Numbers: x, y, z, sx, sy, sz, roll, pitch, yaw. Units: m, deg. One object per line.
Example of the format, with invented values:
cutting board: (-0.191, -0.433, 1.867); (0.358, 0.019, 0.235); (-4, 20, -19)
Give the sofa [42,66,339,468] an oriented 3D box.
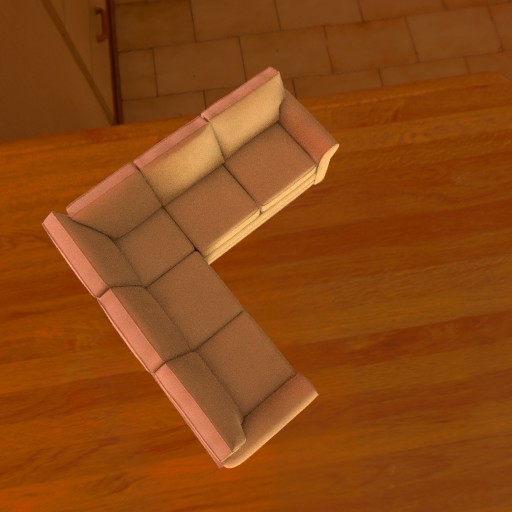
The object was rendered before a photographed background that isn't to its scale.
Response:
sofa: (0.000, 0.000, 3.975); (2.562, 1.053, 2.487); (-38, 78, -10)
